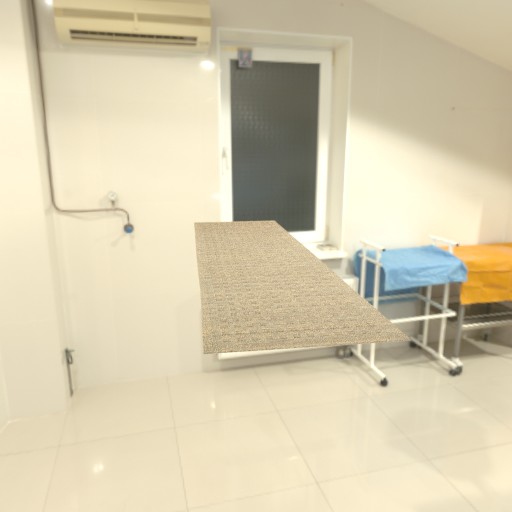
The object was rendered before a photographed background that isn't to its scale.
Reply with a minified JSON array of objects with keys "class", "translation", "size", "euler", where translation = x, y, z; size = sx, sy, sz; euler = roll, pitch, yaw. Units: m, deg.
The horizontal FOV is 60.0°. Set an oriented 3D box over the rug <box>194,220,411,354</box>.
[{"class":"rug","translation":[0.000,0.000,2.590],"size":[0.688,0.005,2.437],"euler":[-2,14,-8]}]
